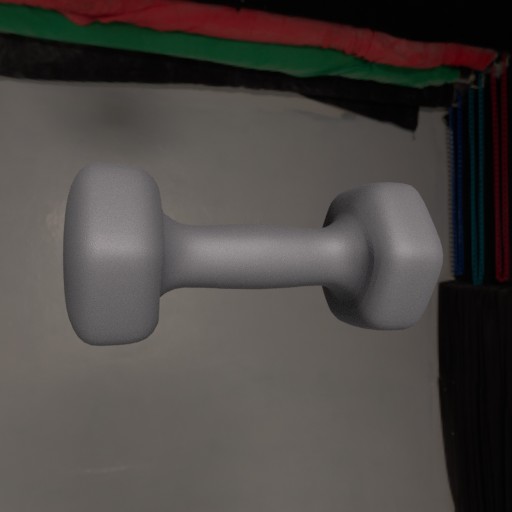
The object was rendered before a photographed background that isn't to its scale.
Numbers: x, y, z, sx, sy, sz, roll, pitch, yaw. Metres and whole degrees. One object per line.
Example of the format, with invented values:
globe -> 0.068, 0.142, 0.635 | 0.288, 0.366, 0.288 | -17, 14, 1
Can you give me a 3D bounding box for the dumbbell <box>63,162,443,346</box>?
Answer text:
dumbbell -> 0.000, 0.000, 0.301 | 0.240, 0.105, 0.116 | 0, -1, -18
